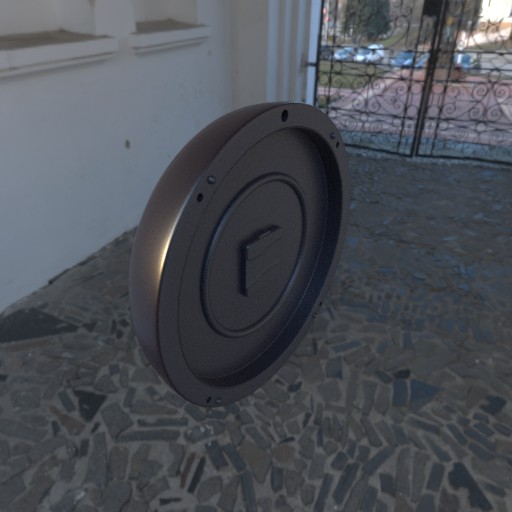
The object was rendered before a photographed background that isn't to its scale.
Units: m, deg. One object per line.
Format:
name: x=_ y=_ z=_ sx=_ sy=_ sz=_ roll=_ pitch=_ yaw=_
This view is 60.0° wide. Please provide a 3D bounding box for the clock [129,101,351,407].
clock: x=0.000 y=0.000 z=0.445 sx=0.060 sy=0.300 sz=0.300 roll=21 pitch=36 yaw=32
